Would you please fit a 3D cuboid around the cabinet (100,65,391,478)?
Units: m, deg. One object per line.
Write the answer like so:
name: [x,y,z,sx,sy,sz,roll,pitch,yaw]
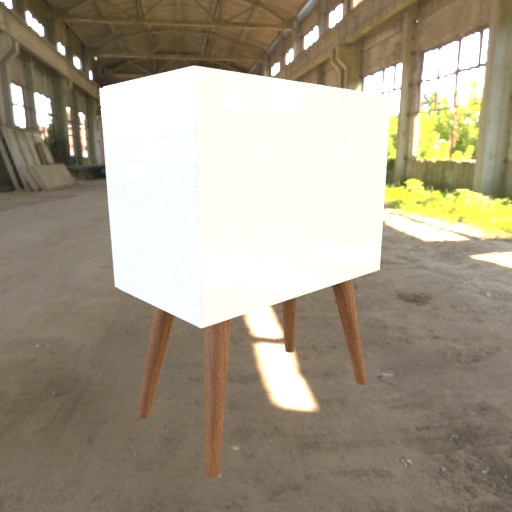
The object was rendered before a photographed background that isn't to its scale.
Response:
cabinet: [0.000,0.000,1.104,0.591,0.772,0.344,-12,18,-42]
